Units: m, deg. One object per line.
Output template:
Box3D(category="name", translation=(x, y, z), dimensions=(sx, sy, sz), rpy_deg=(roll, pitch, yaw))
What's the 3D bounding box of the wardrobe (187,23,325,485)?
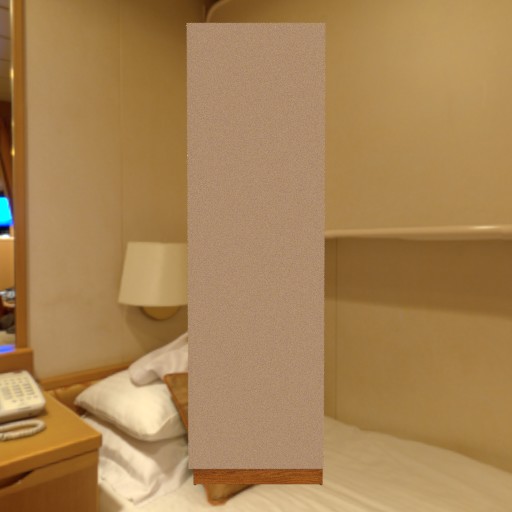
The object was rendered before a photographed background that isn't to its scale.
Box3D(category="wardrobe", translation=(0.000, 0.000, 2.375), dimensions=(0.600, 2.040, 0.860), rpy_deg=(0, 1, 0))
